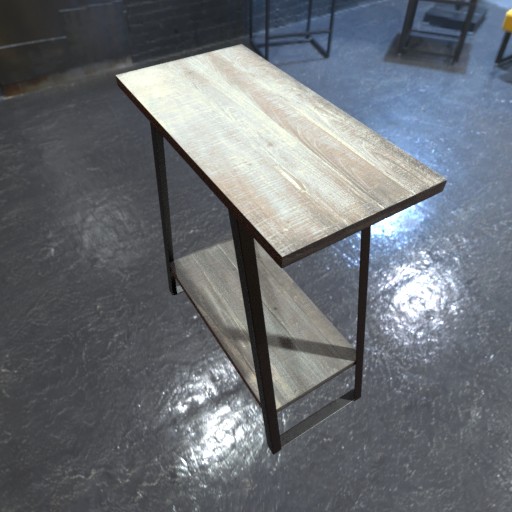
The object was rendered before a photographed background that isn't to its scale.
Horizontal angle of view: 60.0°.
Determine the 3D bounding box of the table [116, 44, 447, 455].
[{"bbox_3d":[0.000,0.000,1.034,0.300,0.701,0.599,-24,51,-21],"label":"table"}]
